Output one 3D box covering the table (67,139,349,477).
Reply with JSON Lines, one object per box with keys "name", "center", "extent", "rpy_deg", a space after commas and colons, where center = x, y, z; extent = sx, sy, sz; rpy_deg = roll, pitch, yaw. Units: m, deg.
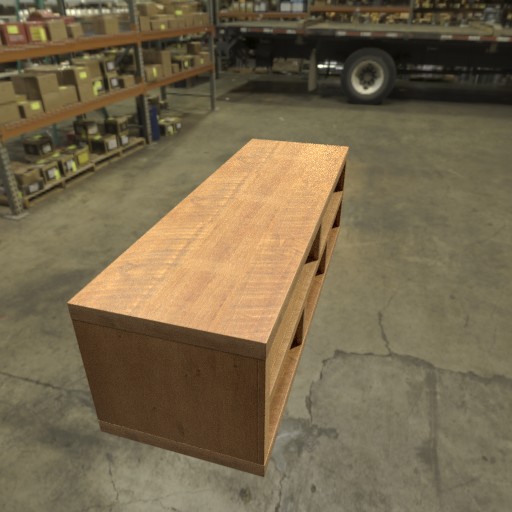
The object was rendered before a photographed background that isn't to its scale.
{"name": "table", "center": [0.000, 0.000, 1.743], "extent": [0.499, 0.491, 1.499], "rpy_deg": [9, 31, 15]}
